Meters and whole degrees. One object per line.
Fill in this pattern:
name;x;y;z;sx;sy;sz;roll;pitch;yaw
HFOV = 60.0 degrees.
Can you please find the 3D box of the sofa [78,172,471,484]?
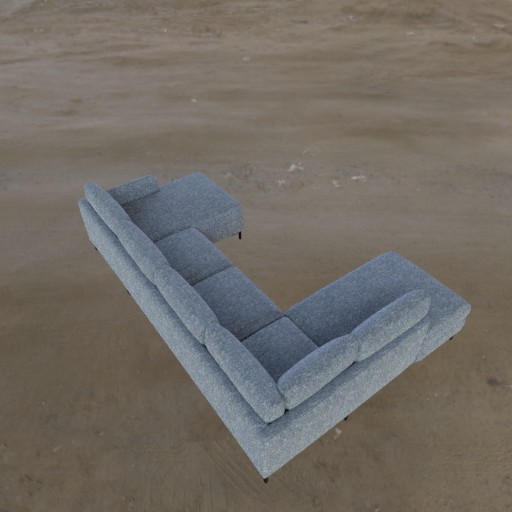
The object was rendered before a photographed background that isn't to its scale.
sofa;0.000;0.000;3.575;1.879;0.756;2.737;-26;48;-26
